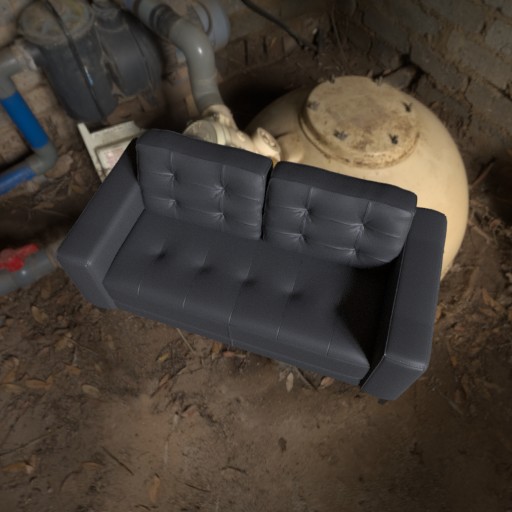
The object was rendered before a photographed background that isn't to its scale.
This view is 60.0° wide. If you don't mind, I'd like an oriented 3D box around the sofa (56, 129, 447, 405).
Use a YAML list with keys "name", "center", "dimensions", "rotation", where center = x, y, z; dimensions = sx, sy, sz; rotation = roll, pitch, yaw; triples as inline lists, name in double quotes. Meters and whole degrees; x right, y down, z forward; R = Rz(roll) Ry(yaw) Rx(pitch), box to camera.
- name: "sofa"
  center: [0.000, 0.000, 2.242]
  dimensions: [1.726, 0.893, 0.833]
  rotation: [16, 59, 10]
